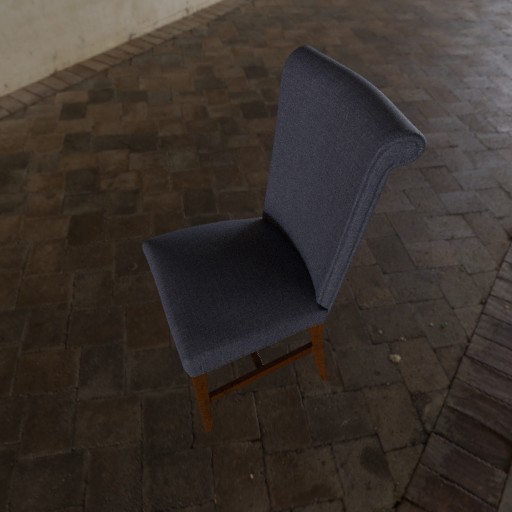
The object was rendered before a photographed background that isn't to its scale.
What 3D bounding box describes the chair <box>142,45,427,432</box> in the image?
[{"bbox_3d":[0.000,0.000,1.333,0.608,0.988,0.513,-17,49,-16],"label":"chair"}]
